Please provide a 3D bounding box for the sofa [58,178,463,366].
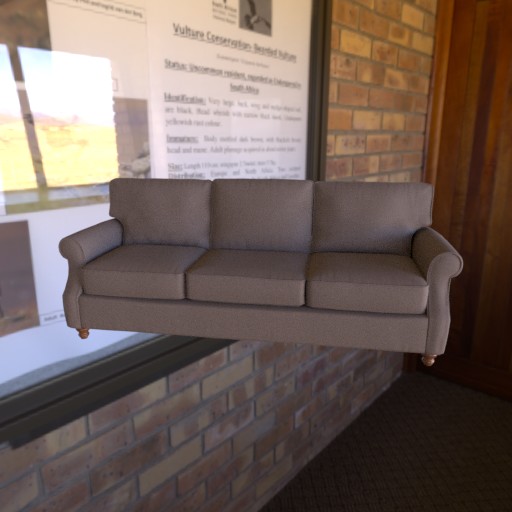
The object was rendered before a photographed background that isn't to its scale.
[{"bbox_3d":[0.000,0.000,2.870,2.353,0.948,0.966,2,15,9],"label":"sofa"}]
